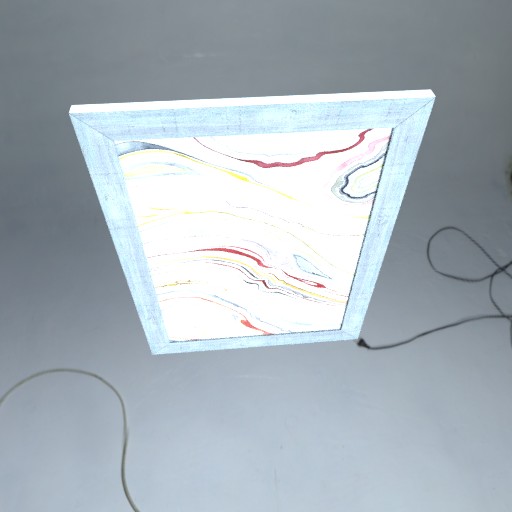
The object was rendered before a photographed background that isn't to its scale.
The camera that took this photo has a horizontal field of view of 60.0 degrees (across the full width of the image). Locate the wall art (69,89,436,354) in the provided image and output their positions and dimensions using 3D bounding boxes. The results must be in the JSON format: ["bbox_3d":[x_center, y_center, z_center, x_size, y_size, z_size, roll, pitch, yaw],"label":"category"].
[{"bbox_3d":[0.000,0.000,0.814,0.481,0.613,0.020,-4,48,-3],"label":"wall art"}]
